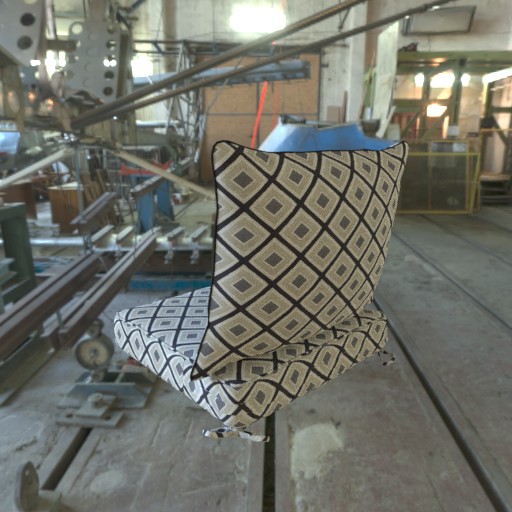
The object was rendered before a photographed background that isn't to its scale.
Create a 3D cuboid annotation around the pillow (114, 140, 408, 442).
[{"bbox_3d":[0.000,0.000,1.416,0.798,0.722,0.733,-14,20,-41],"label":"pillow"}]
